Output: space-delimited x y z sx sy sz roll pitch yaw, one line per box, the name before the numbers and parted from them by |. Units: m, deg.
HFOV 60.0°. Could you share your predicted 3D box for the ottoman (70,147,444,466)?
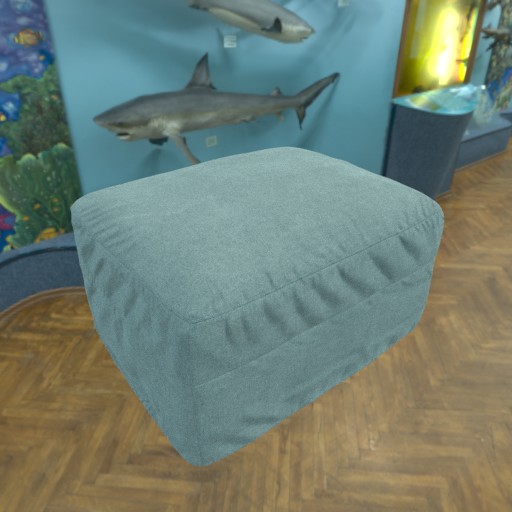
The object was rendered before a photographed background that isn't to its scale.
ottoman | 0.000 0.000 1.250 0.837 0.481 0.683 -21 36 -32
